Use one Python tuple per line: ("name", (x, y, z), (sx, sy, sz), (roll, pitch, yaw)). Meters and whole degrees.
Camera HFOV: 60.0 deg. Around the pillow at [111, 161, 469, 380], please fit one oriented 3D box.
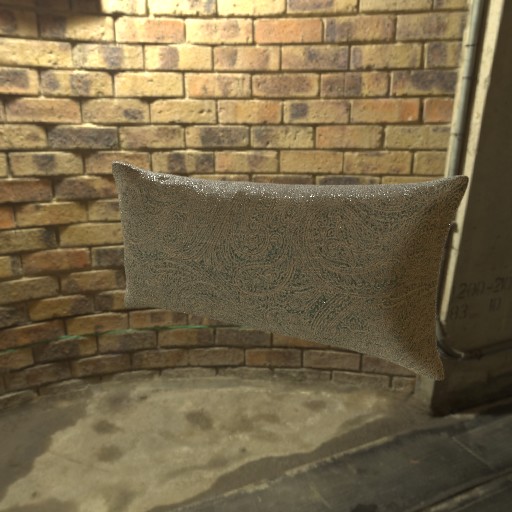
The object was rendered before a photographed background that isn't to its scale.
("pillow", (0.000, 0.000, 0.742), (0.615, 0.295, 0.151), (8, 17, 27))
